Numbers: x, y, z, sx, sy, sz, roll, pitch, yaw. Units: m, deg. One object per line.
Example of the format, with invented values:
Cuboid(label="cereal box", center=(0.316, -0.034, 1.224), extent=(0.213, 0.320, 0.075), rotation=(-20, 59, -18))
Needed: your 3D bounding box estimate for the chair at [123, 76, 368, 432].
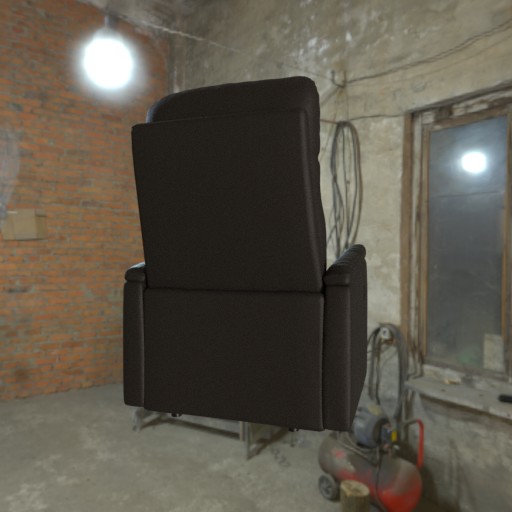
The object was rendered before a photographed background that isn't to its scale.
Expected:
Cuboid(label="chair", center=(0.000, 0.000, 1.664), extent=(0.775, 1.082, 0.831), rotation=(0, 0, 18))
